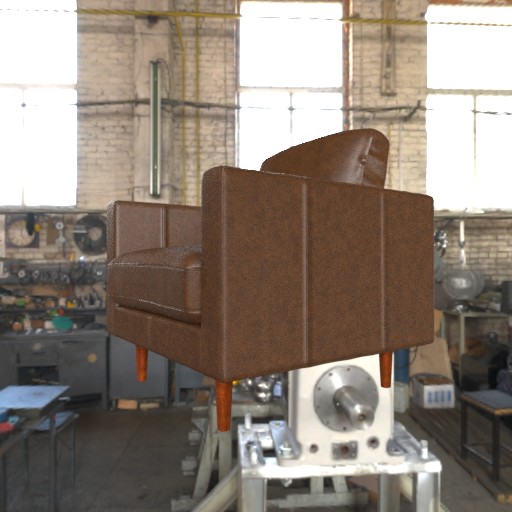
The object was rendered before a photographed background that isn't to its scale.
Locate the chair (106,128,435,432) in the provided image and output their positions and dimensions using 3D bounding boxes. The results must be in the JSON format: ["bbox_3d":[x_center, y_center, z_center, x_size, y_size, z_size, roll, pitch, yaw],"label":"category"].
[{"bbox_3d":[0.000,0.000,1.648,0.909,0.956,0.890,0,0,-36],"label":"chair"}]
